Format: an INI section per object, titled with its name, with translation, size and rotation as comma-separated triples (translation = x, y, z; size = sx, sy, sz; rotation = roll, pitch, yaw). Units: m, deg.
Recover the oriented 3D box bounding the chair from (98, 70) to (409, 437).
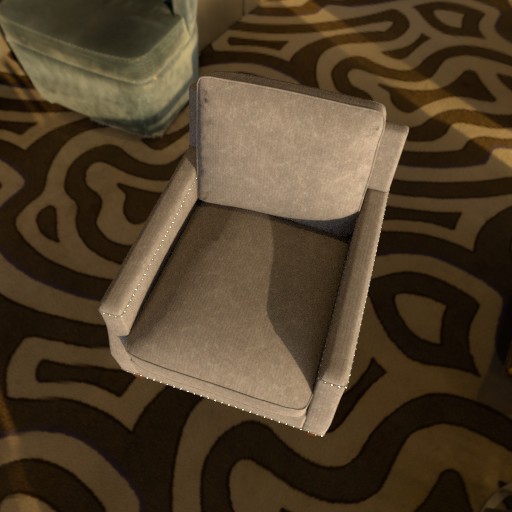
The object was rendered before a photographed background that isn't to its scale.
[chair]
translation = 0.000, 0.000, 1.686
size = 0.853, 0.948, 1.014
rotation = 15, 58, 10
